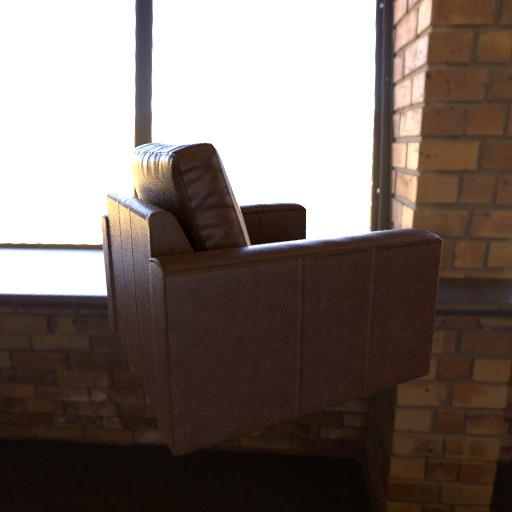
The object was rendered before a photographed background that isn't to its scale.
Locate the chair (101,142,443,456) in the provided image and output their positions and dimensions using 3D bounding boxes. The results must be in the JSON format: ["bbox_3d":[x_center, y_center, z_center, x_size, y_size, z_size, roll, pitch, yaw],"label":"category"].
[{"bbox_3d":[0.000,0.000,1.757,1.016,0.873,1.005,-7,16,-27],"label":"chair"}]
